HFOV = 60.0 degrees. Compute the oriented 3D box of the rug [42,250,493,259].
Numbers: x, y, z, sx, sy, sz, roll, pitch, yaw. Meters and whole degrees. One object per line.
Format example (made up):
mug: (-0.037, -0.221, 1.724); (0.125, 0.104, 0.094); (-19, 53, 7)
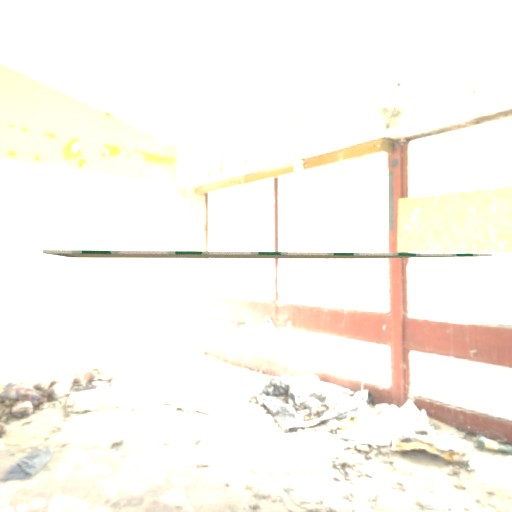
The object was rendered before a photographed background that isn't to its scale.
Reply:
rug: (0.000, 0.000, 2.254); (1.829, 0.012, 1.210); (0, -1, -19)
